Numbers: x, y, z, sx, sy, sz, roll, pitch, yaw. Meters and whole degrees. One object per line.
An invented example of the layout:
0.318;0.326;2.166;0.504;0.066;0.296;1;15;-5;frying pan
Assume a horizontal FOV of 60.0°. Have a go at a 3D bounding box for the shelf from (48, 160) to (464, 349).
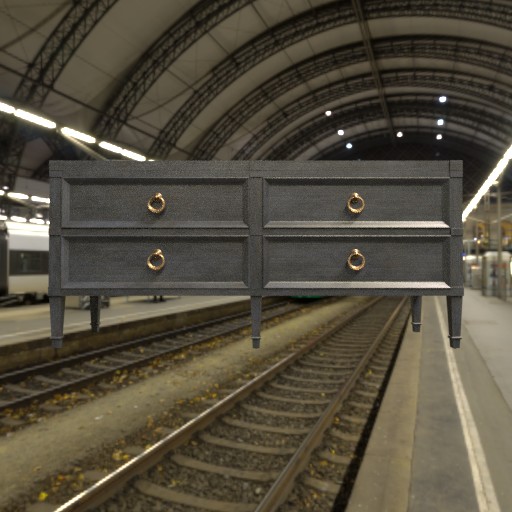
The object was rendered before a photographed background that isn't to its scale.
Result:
0.000;0.000;1.903;1.575;0.719;0.479;0;-1;0;shelf
